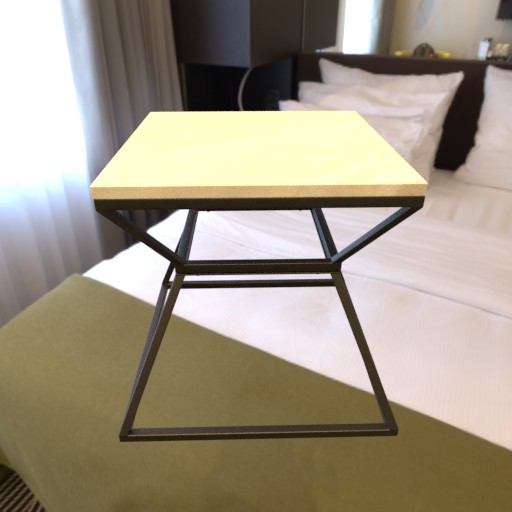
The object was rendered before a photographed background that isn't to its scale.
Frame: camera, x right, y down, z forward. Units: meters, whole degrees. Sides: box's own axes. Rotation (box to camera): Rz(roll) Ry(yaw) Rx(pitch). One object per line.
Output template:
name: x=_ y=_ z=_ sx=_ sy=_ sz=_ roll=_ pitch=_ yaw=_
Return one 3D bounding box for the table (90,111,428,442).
table: x=0.000 y=0.000 z=0.814 sx=0.455 sy=0.431 sz=0.455 roll=-1 pitch=30 yaw=-1
